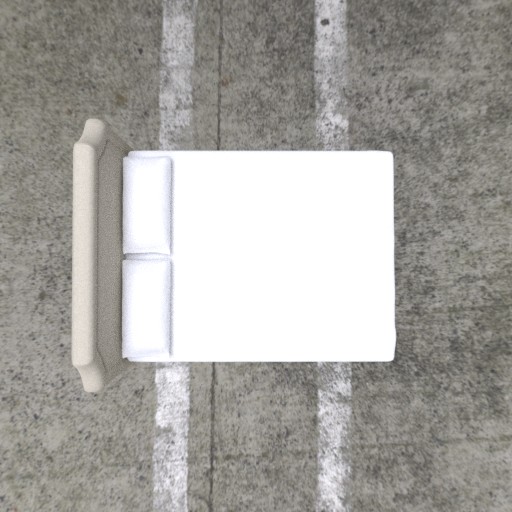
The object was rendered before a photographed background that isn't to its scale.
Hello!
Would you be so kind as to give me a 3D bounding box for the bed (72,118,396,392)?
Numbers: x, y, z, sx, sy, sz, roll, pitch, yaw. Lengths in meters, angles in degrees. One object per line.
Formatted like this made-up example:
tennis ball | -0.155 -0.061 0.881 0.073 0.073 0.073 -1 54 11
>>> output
bed | 0.000 0.000 3.159 2.116 1.290 1.693 0 89 0
